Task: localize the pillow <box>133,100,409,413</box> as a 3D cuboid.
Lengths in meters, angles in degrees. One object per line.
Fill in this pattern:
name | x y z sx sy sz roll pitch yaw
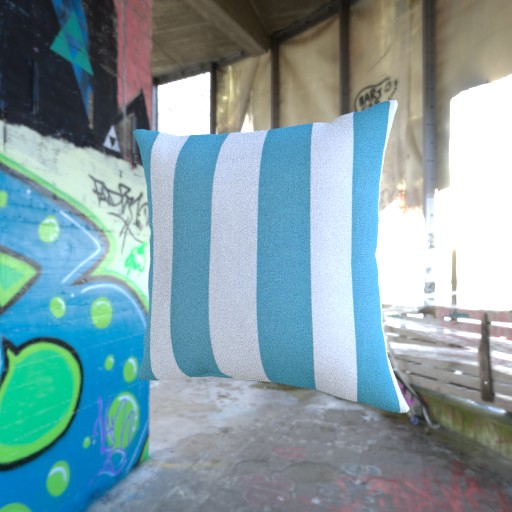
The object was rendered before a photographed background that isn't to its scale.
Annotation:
pillow | 0.000 0.000 0.822 0.536 0.526 0.189 0 -1 18
